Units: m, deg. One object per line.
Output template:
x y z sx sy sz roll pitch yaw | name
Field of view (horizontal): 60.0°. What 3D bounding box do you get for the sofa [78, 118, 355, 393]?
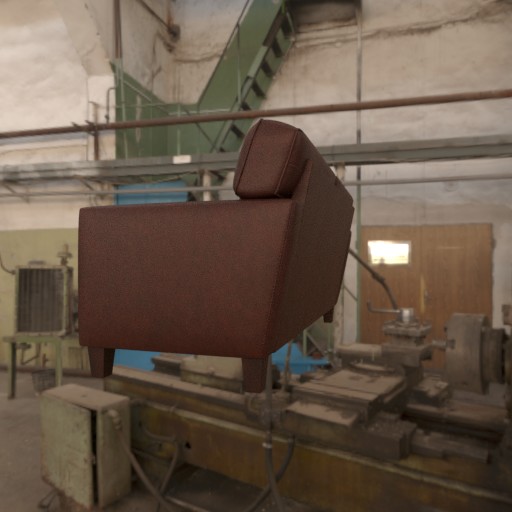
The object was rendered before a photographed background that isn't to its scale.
0.000 0.000 2.403 0.912 0.928 1.876 0 0 18 | sofa
